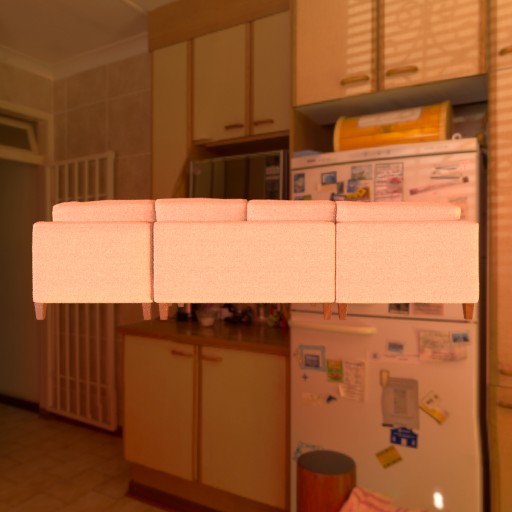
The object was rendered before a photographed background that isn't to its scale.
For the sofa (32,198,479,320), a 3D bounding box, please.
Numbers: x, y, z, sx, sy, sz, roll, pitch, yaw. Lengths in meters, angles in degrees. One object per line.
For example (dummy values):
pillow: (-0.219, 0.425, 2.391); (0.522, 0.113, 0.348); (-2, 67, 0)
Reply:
sofa: (0.000, 0.000, 4.653); (3.460, 0.961, 2.594); (0, 0, 0)
